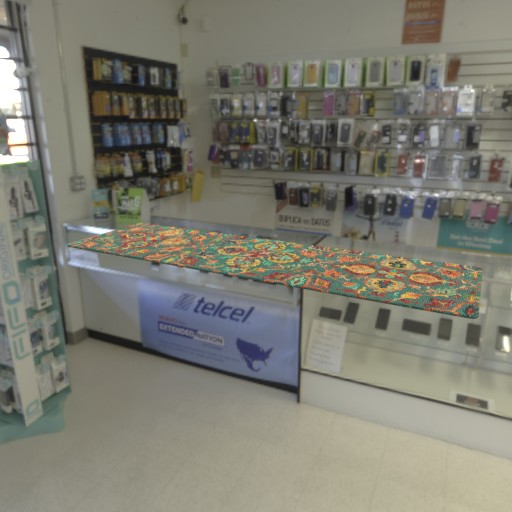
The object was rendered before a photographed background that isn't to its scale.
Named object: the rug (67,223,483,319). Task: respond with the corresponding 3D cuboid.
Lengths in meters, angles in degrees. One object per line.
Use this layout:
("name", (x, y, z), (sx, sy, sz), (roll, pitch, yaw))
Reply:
("rug", (0.000, 0.000, 2.503), (2.286, 0.013, 0.686), (9, 19, 26))
